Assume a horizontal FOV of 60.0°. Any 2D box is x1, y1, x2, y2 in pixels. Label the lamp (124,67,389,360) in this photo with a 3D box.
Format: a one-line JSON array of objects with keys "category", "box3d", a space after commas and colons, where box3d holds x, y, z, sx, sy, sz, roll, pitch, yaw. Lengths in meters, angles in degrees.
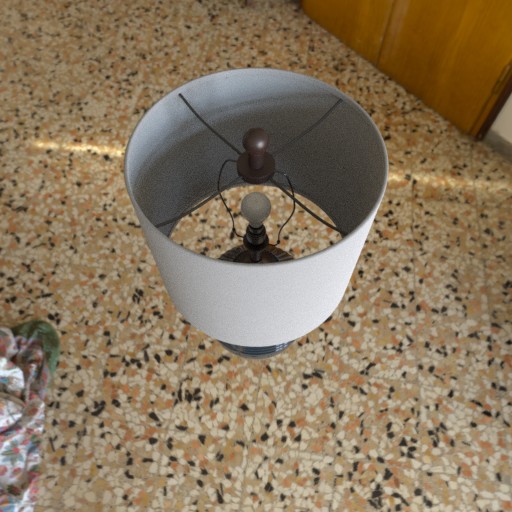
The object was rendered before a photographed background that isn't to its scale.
[{"category": "lamp", "box3d": [0.000, 0.000, 0.751, 0.318, 0.567, 0.318, 0, 60, 0]}]
